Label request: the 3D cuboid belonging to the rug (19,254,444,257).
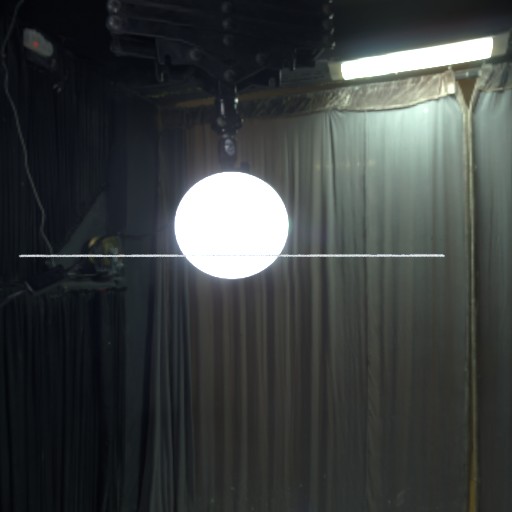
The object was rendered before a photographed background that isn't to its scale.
[{"bbox_3d":[0.000,0.000,4.075,3.040,0.014,2.423,0,0,19],"label":"rug"}]
